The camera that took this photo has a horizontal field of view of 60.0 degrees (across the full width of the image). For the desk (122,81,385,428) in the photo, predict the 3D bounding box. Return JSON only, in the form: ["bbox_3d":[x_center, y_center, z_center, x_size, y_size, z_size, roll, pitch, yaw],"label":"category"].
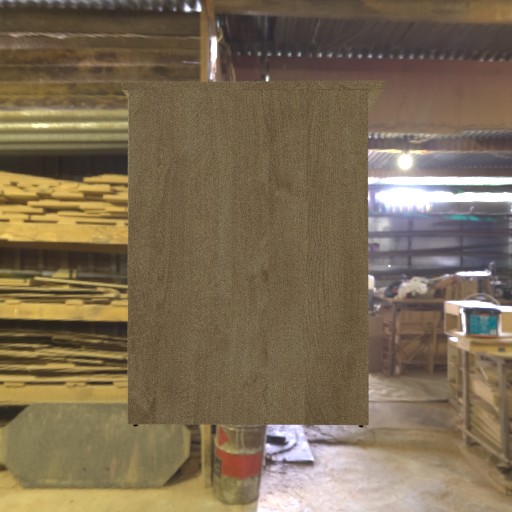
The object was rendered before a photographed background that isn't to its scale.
[{"bbox_3d":[0.000,0.000,1.488,0.560,0.735,1.097,0,0,1],"label":"desk"}]
